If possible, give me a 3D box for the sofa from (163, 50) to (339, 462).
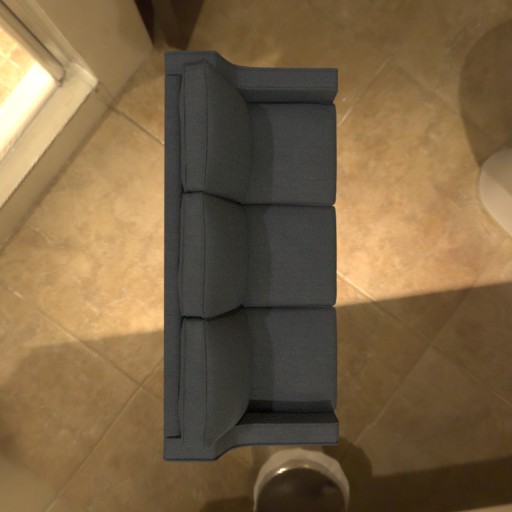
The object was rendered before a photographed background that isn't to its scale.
[{"bbox_3d":[0.000,0.000,2.484,0.911,0.974,1.986,0,89,-1],"label":"sofa"}]
